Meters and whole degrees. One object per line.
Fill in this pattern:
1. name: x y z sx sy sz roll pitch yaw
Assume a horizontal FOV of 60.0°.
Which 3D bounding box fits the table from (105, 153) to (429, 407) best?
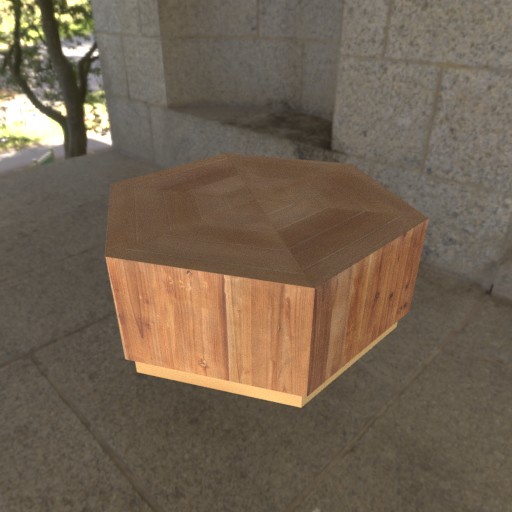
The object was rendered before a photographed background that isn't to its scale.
1. table: 0.000 0.000 1.673 1.154 0.456 1.000 8 31 14
